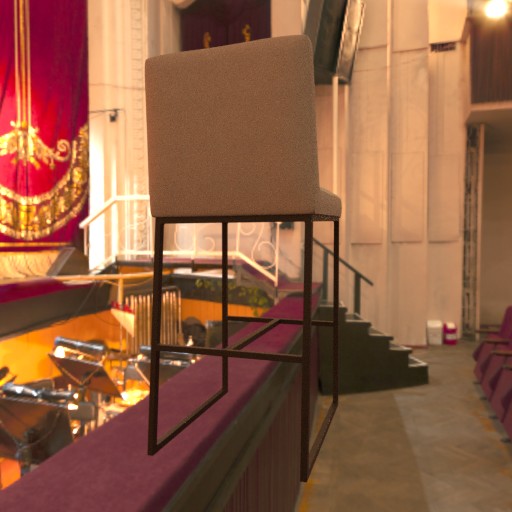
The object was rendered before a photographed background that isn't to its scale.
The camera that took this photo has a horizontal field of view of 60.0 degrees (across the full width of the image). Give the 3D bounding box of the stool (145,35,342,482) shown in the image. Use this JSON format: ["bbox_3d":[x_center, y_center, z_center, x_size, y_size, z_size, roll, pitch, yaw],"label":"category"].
[{"bbox_3d":[0.000,0.000,1.369,0.464,1.061,0.573,1,2,18],"label":"stool"}]
